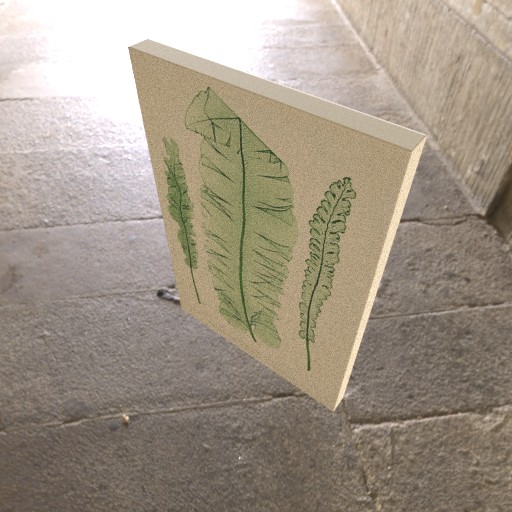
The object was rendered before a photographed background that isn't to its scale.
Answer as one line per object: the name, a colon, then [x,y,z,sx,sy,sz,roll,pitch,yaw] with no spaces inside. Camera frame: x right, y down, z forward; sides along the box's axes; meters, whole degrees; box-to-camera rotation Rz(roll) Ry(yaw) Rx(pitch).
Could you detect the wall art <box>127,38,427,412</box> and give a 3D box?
wall art: [0.000,0.000,0.759,0.418,0.608,0.038,29,54,24]
